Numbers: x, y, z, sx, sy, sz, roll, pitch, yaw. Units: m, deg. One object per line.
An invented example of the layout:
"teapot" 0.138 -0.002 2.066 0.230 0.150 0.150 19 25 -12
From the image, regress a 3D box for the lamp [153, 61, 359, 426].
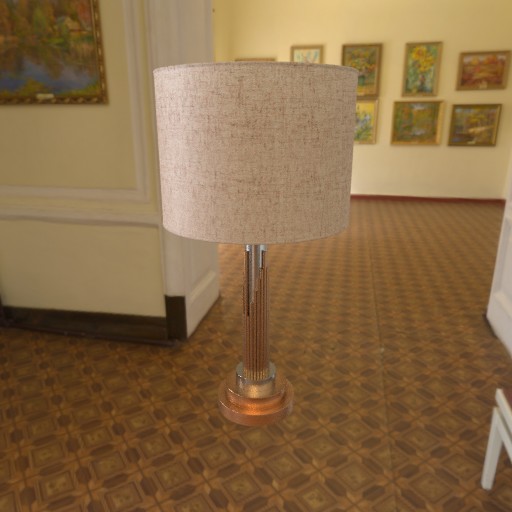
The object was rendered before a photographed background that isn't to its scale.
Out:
"lamp" 0.000 0.000 0.798 0.321 0.610 0.321 8 19 24
